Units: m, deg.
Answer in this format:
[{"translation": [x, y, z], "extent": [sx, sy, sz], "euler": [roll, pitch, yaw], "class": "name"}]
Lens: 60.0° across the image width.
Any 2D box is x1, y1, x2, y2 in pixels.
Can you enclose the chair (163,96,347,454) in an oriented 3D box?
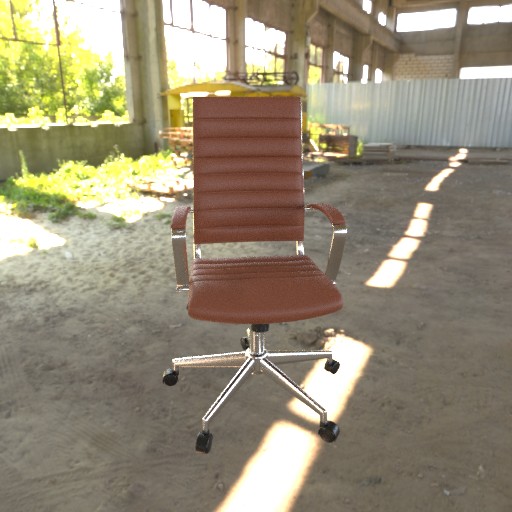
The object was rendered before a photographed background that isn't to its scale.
[{"translation": [0.000, 0.000, 1.661], "extent": [0.766, 1.149, 0.739], "euler": [-2, 18, -6], "class": "chair"}]
